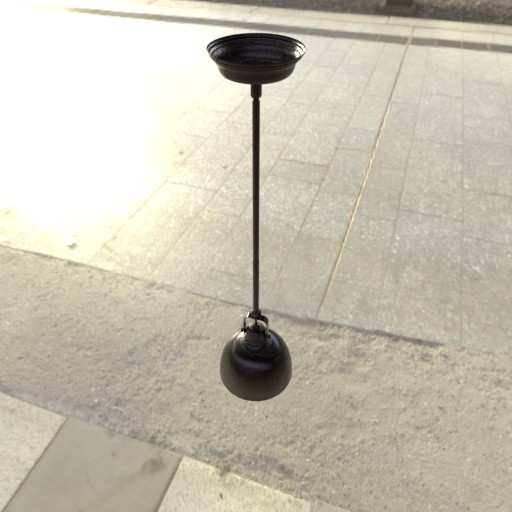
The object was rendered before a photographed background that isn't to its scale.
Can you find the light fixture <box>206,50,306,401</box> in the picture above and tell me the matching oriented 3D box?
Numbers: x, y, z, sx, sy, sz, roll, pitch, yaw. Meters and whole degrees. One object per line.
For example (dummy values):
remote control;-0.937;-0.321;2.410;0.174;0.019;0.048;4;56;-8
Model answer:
light fixture;0.000;0.000;0.864;0.182;0.768;0.182;12;43;13
